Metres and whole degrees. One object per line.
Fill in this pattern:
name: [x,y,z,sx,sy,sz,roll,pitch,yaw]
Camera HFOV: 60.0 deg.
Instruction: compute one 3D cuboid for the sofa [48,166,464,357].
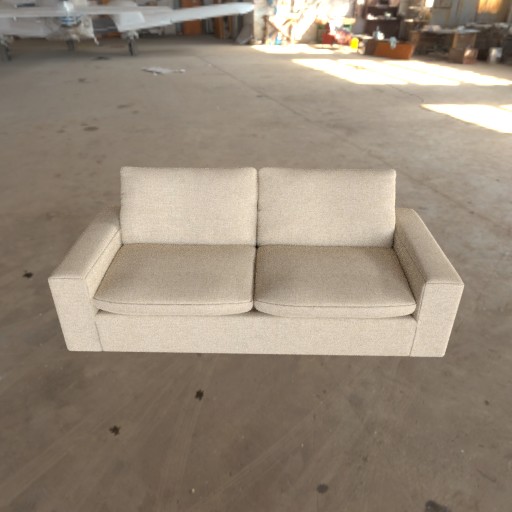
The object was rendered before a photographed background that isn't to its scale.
sofa: [0.000,0.000,2.870,2.299,0.922,1.040,1,30,1]
